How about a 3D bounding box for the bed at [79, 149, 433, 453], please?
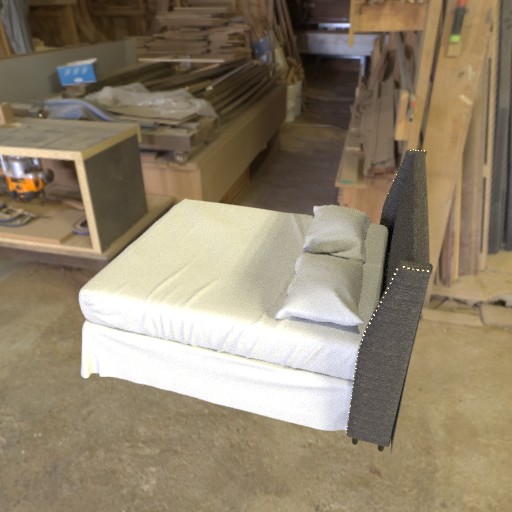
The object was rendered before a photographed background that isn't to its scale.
[{"bbox_3d":[0.000,0.000,3.372,2.276,1.332,1.925,9,32,15],"label":"bed"}]
